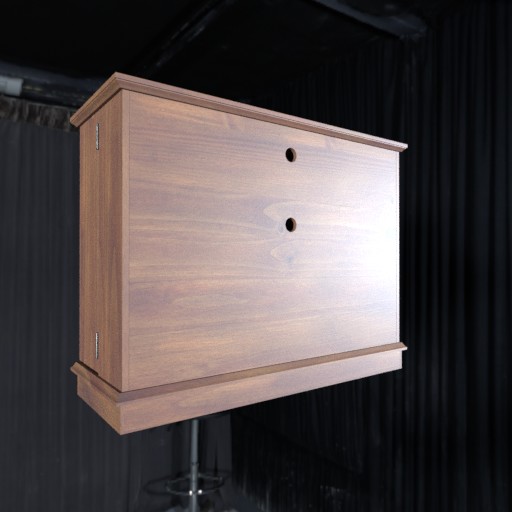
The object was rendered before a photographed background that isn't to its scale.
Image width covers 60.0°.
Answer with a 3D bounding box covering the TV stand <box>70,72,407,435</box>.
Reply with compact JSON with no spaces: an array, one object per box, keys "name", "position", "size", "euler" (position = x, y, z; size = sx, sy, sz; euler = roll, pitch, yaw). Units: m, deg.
[{"name":"TV stand","position":[0.000,0.000,1.460],"size":[1.067,0.813,0.406],"euler":[0,0,-36]}]
